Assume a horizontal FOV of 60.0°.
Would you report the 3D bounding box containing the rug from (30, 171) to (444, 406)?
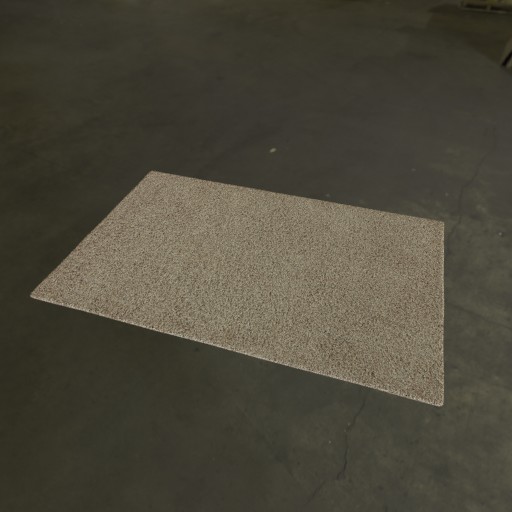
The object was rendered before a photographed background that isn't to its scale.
[{"bbox_3d":[0.000,0.000,3.398,2.743,0.030,1.778,12,42,13],"label":"rug"}]
